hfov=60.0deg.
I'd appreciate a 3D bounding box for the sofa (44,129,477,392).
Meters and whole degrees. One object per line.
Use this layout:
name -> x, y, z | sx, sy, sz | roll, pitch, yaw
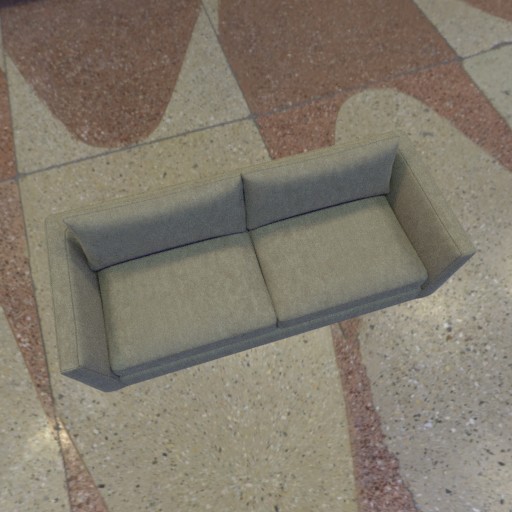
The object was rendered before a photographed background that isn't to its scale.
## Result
sofa -> 0.000, 0.000, 2.538 | 2.121, 0.864, 0.889 | -15, 64, -8
